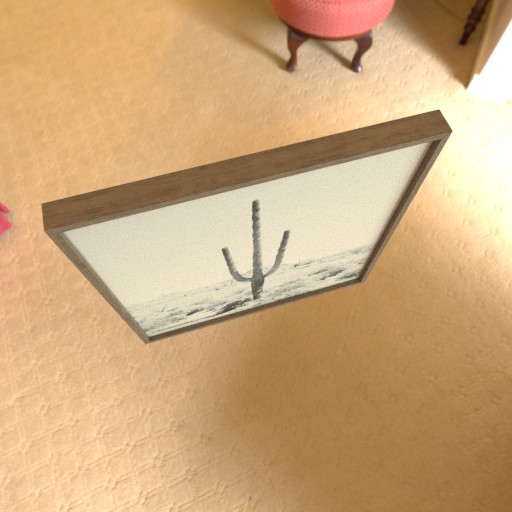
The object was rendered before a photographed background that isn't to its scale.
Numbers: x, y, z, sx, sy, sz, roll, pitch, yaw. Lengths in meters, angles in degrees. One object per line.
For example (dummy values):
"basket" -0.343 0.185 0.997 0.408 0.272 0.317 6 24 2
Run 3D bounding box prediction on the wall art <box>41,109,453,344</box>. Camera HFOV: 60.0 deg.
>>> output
"wall art" 0.000 0.000 0.766 0.508 0.508 0.038 -15 65 -7
